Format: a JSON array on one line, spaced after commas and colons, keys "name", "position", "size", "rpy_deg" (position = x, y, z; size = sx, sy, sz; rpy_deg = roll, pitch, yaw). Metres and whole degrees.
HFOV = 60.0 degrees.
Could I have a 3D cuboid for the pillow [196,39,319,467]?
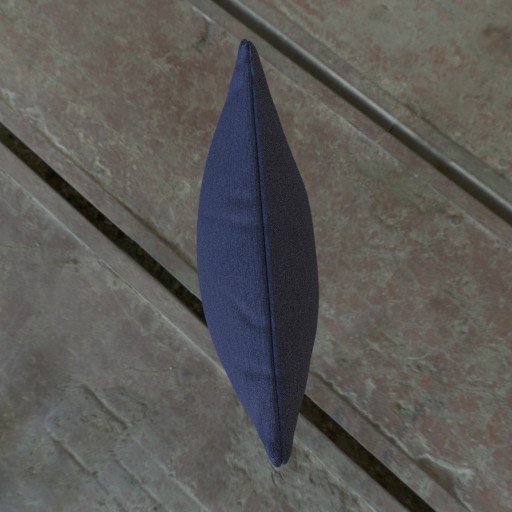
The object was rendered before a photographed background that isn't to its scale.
[{"name": "pillow", "position": [0.000, 0.000, 0.788], "size": [0.210, 0.338, 0.633], "rpy_deg": [-4, 77, -1]}]
